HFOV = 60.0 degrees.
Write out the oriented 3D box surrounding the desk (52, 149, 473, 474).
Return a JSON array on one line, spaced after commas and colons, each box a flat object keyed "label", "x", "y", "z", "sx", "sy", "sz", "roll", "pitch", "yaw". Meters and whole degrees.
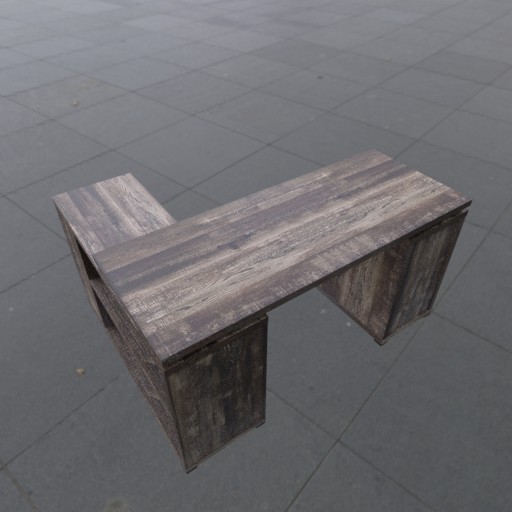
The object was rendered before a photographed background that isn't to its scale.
[{"label": "desk", "x": 0.000, "y": 0.000, "z": 2.265, "sx": 1.524, "sy": 0.753, "sz": 1.200, "roll": -24, "pitch": 46, "yaw": -26}]
